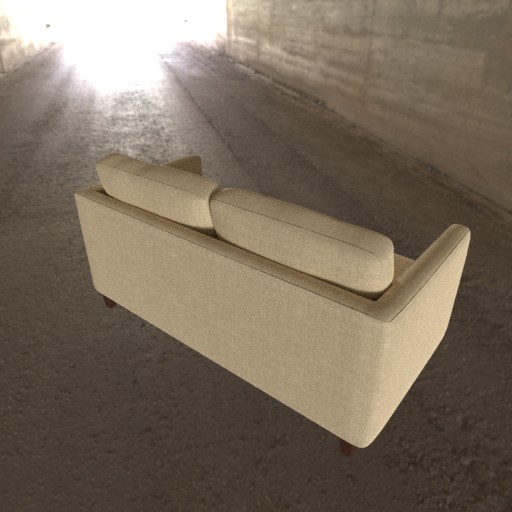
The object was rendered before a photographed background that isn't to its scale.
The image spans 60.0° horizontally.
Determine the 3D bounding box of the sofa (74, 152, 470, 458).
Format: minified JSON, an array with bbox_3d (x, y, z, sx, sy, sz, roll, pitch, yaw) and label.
[{"bbox_3d":[0.000,0.000,2.385,1.884,0.963,0.950,22,36,33],"label":"sofa"}]
